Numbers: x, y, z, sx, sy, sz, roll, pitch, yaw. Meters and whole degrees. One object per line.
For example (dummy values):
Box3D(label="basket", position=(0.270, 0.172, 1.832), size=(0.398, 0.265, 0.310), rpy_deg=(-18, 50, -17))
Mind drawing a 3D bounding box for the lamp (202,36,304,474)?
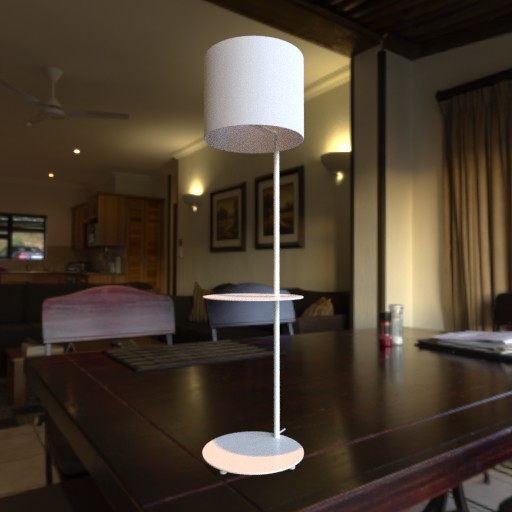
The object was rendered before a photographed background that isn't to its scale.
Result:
Box3D(label="lamp", position=(0.000, 0.000, 1.661), size=(0.372, 1.465, 0.405), rpy_deg=(-1, -2, 36))
